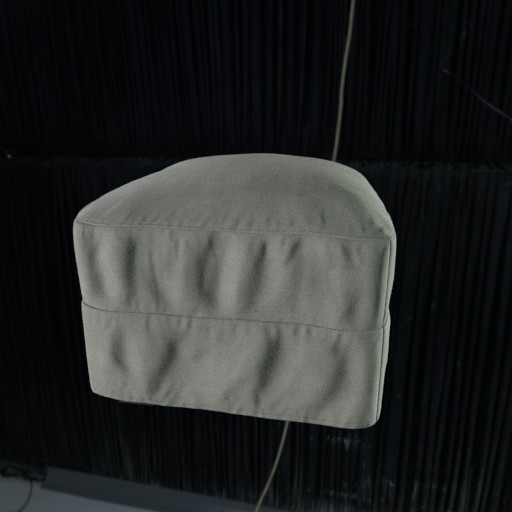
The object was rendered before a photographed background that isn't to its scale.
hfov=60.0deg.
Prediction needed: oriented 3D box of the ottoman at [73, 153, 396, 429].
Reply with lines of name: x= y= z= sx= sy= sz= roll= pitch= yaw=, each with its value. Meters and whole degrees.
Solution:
ottoman: x=0.000 y=0.000 z=1.074 sx=0.584 sy=0.480 sz=0.712 roll=3 pitch=16 yaw=9
